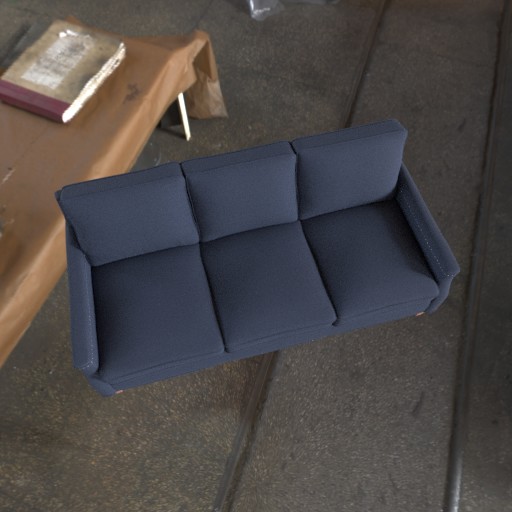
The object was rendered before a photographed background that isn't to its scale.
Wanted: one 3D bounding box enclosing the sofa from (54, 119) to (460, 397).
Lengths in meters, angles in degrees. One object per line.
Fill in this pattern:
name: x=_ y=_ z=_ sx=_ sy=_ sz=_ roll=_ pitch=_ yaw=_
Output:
sofa: x=0.000 y=0.000 z=2.776 sx=2.246 sy=1.003 sz=1.084 roll=-13 pitch=64 yaw=-7
